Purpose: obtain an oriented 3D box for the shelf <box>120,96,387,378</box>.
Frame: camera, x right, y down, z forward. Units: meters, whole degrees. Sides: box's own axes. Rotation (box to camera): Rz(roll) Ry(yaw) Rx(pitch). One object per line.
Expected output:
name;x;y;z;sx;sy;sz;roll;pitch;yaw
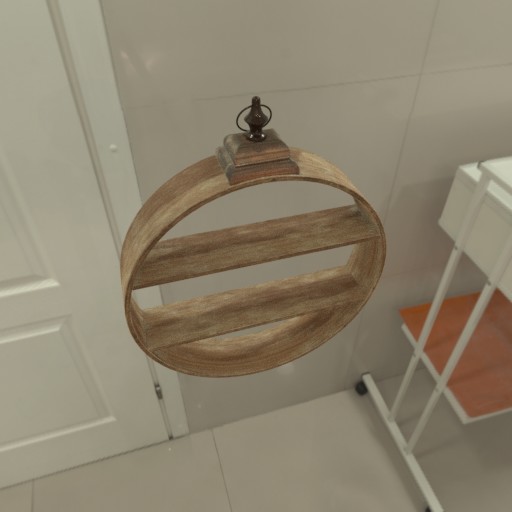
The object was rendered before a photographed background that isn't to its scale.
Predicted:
shelf;0.000;0.000;0.995;0.601;0.725;0.125;-12;43;-13
